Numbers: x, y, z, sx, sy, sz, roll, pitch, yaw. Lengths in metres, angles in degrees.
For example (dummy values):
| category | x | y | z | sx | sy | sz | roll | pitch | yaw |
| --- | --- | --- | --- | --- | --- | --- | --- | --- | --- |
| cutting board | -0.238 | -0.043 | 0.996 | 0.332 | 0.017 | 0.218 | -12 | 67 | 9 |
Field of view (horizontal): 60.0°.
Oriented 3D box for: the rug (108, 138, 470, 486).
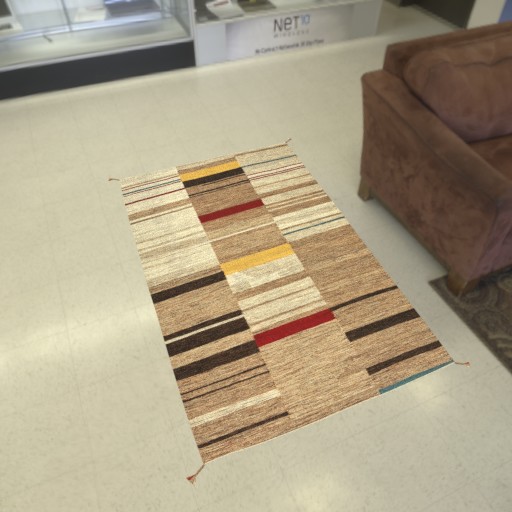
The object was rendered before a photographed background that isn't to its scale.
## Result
| category | x | y | z | sx | sy | sz | roll | pitch | yaw |
| --- | --- | --- | --- | --- | --- | --- | --- | --- | --- |
| rug | 0.000 | 0.000 | 2.337 | 1.268 | 0.007 | 1.918 | -16 | 50 | -14 |
